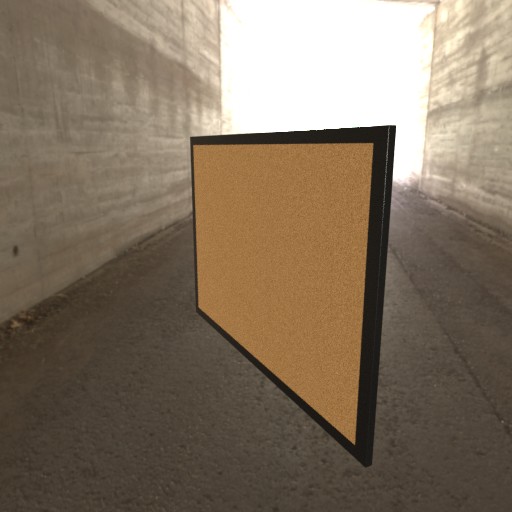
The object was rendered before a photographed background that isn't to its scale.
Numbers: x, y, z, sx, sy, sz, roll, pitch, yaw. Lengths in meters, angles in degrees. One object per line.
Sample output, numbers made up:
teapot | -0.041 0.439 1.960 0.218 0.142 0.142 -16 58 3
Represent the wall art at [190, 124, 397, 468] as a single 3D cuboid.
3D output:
wall art | 0.000 0.000 1.032 0.015 0.552 0.819 -7 15 -27
